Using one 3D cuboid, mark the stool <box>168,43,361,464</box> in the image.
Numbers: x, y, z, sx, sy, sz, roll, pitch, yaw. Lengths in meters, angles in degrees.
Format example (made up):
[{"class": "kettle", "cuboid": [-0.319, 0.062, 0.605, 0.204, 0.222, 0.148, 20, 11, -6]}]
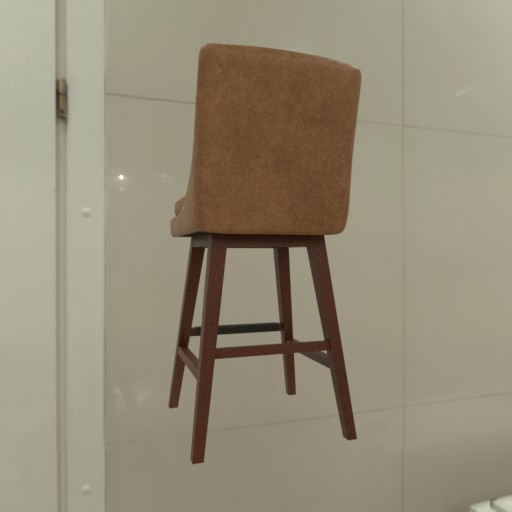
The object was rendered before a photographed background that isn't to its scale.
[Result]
[{"class": "stool", "cuboid": [0.000, 0.000, 1.418, 0.487, 1.079, 0.572, 0, 0, -19]}]
